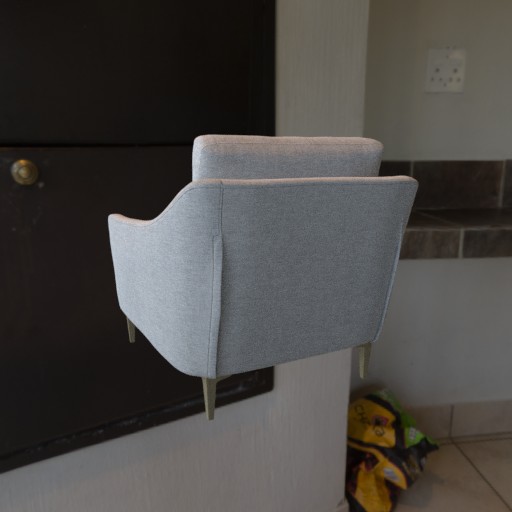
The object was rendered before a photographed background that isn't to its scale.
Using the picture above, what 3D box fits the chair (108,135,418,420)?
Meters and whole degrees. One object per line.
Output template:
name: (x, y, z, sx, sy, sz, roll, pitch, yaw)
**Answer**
chair: (0.000, 0.000, 1.753, 0.986, 0.902, 0.961, -6, 15, -25)
